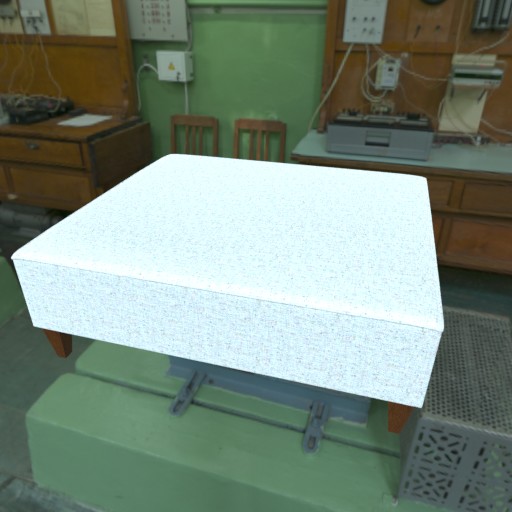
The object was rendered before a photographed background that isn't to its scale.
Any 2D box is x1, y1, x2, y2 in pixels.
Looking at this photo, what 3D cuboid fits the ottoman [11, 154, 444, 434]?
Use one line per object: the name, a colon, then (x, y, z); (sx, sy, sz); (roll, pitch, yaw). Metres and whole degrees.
ottoman: (0.000, 0.000, 1.173); (0.835, 0.303, 0.736); (8, 31, 14)
